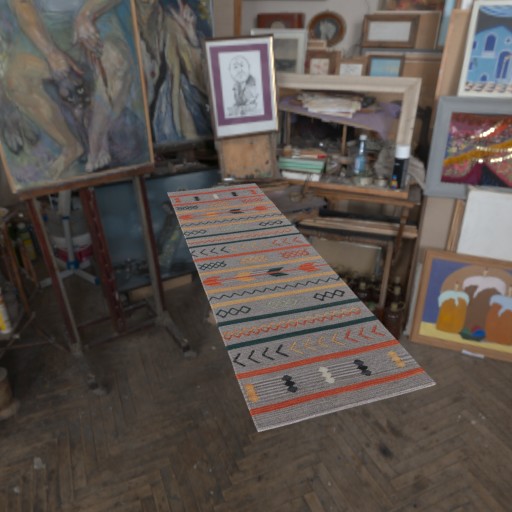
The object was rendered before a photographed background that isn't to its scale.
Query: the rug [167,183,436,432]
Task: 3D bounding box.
[{"bbox_3d":[0.000,0.000,2.655,0.744,0.022,2.419,-9,30,-15],"label":"rug"}]
